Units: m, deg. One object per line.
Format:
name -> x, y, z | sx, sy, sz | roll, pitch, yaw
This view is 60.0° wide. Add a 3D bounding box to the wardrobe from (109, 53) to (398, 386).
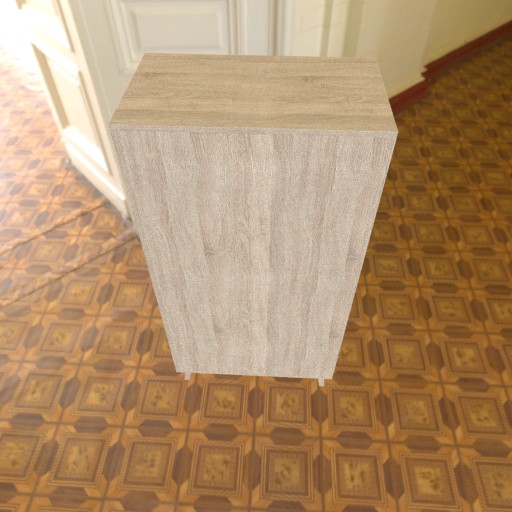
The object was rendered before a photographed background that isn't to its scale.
wardrobe -> 0.000, 0.000, 2.451 | 1.000, 1.960, 0.600 | 2, 48, 2
